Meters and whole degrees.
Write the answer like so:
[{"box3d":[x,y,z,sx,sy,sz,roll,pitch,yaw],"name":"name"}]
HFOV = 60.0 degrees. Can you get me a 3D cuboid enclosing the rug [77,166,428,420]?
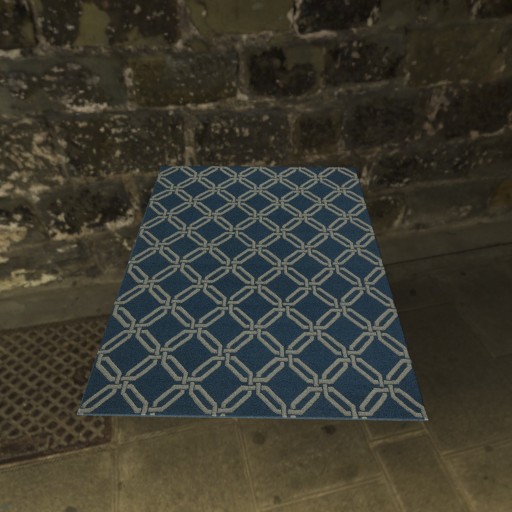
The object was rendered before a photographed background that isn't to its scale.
[{"box3d":[0.000,0.000,4.301,2.432,0.018,3.342,1,42,1],"name":"rug"}]
